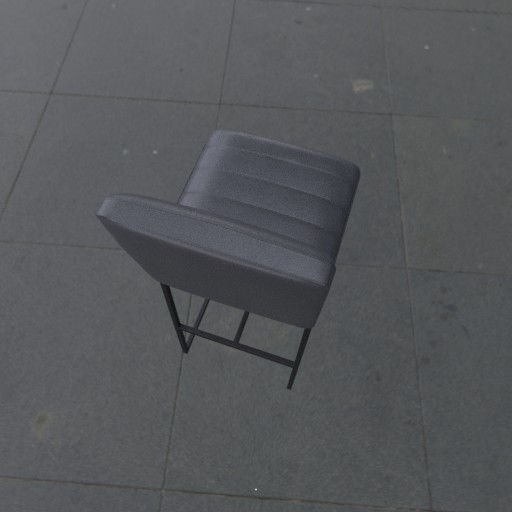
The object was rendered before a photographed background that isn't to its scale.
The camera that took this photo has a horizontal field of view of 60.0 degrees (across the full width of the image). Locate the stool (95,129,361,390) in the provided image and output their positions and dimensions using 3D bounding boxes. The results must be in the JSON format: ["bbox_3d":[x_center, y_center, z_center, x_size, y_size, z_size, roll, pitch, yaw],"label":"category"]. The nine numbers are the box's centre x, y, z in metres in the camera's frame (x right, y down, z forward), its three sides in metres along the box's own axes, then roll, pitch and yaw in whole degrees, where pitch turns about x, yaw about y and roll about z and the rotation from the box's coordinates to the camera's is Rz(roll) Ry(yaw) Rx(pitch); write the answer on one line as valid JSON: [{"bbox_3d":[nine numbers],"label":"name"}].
[{"bbox_3d":[0.000,0.000,1.337,0.457,1.040,0.552,17,64,9],"label":"stool"}]
